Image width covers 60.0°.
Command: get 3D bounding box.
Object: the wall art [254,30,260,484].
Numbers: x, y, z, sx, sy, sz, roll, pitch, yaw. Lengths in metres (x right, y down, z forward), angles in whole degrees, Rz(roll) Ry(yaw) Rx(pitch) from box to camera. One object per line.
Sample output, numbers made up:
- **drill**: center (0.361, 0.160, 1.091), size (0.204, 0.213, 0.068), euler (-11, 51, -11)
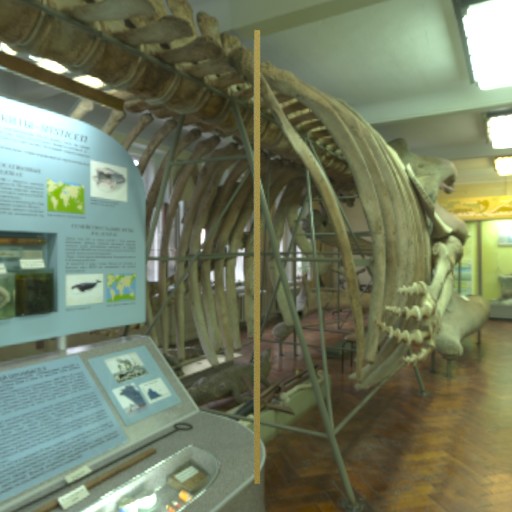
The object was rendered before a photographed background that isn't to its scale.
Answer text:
- **wall art**: center (0.000, 0.000, 1.418), size (0.013, 0.959, 0.962), euler (0, 0, 0)
